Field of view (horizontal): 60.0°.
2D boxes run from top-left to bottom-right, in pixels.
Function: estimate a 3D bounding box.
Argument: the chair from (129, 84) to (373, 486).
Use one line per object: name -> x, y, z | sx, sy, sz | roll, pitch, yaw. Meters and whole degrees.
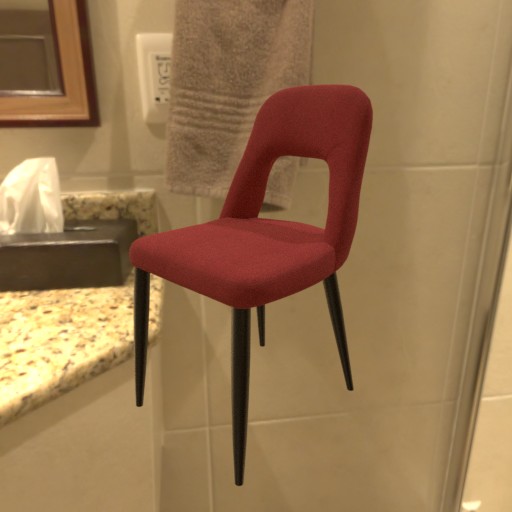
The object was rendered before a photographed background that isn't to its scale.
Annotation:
chair -> 0.000, 0.000, 1.208 | 0.483, 0.892, 0.569 | 16, 24, 41
